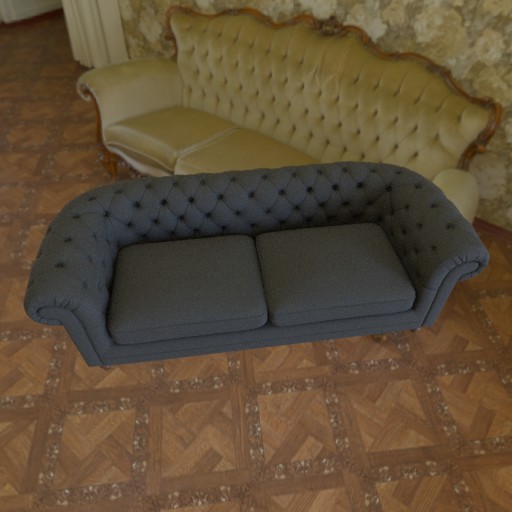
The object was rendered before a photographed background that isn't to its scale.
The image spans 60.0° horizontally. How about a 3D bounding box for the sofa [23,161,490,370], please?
[{"bbox_3d":[0.000,0.000,2.709,2.362,0.762,0.991,-6,45,-6],"label":"sofa"}]
